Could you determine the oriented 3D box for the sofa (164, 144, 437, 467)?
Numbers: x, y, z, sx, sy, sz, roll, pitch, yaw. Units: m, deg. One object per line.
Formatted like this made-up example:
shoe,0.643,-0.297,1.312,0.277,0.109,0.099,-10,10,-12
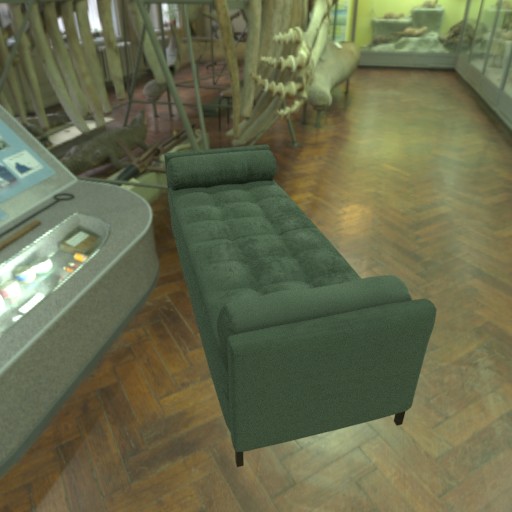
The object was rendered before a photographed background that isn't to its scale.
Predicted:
sofa,0.000,0.000,2.534,0.817,0.681,2.130,-8,32,-14
